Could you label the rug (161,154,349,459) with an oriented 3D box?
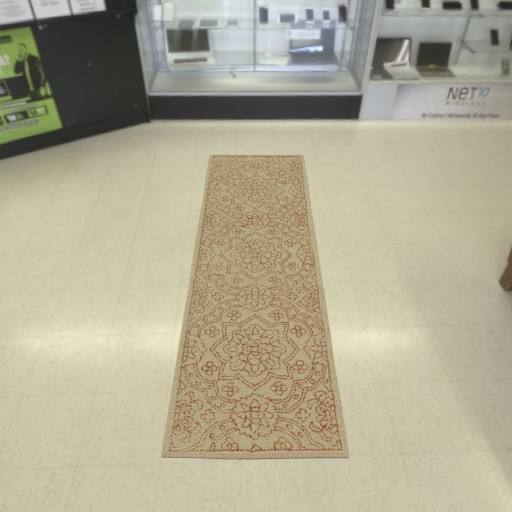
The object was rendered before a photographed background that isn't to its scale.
[{"bbox_3d":[0.000,0.000,2.700,0.769,0.012,2.448,0,42,0],"label":"rug"}]
